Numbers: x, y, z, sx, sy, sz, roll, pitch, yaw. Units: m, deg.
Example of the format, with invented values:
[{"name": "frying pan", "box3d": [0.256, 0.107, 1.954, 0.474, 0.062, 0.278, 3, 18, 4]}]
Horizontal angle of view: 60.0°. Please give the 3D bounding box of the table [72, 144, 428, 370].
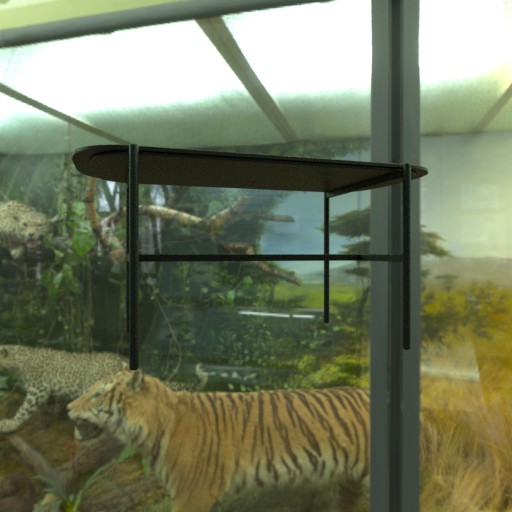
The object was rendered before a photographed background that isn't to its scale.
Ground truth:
[{"name": "table", "box3d": [0.000, 0.000, 1.051, 0.800, 0.400, 0.400, 0, 0, -17]}]
